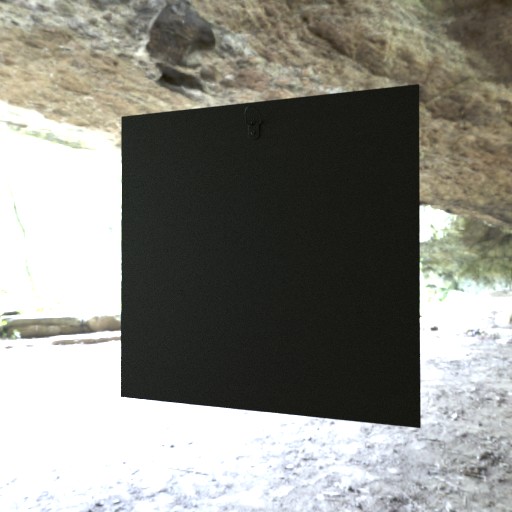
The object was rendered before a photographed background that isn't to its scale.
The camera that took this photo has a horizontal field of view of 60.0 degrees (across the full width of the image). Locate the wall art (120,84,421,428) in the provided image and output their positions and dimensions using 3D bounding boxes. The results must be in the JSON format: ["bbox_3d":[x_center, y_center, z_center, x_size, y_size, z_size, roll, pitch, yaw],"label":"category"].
[{"bbox_3d":[0.000,0.000,0.503,0.349,0.349,0.038,0,-1,17],"label":"wall art"}]
